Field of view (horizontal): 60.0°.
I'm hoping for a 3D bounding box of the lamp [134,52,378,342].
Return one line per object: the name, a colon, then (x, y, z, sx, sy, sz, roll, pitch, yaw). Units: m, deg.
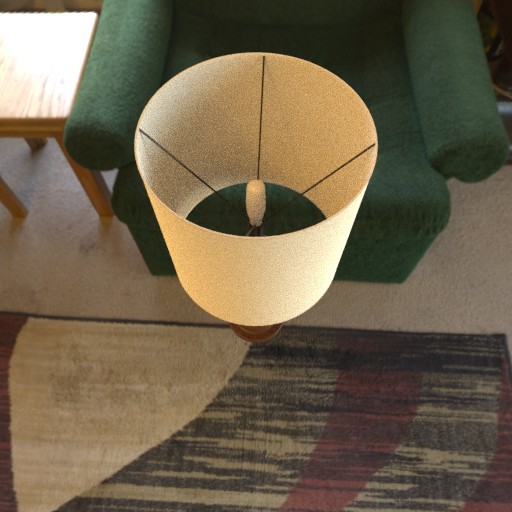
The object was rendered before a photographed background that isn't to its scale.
lamp: (0.000, 0.000, 0.584, 0.208, 0.455, 0.208, -14, 63, -7)
